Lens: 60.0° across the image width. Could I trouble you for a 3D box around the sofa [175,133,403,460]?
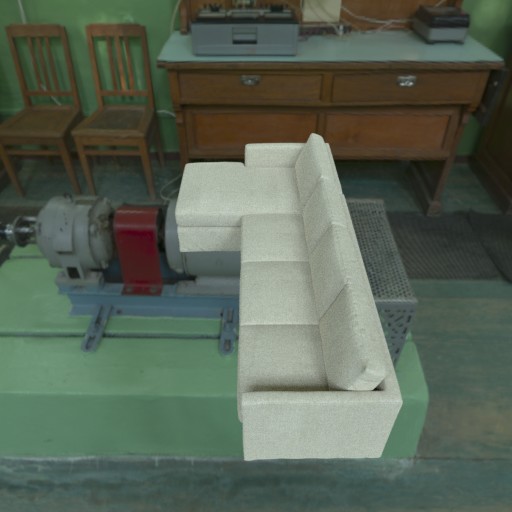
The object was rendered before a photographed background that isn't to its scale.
[{"bbox_3d":[0.000,0.000,3.883,1.650,0.922,3.205,0,41,0],"label":"sofa"}]
